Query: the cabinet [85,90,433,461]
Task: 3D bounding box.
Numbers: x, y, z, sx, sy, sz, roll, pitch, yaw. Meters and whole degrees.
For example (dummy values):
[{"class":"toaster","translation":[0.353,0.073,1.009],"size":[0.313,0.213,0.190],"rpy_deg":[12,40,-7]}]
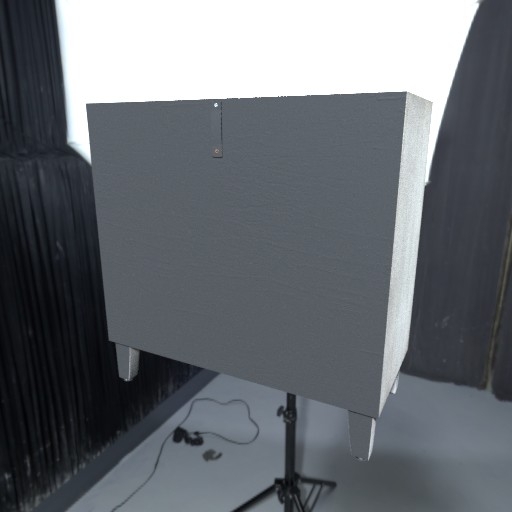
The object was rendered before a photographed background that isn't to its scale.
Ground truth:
[{"class":"cabinet","translation":[0.000,0.000,1.201],"size":[0.781,0.787,0.370],"rpy_deg":[8,18,27]}]
